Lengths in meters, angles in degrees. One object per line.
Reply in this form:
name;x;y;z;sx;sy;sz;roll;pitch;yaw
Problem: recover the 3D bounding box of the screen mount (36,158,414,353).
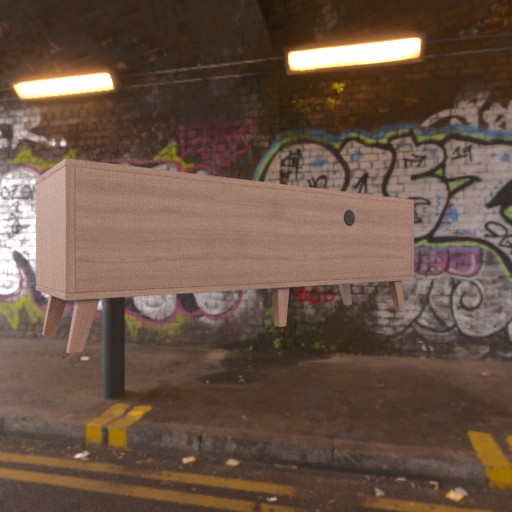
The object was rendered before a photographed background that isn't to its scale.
screen mount;0.000;0.000;1.737;1.500;0.509;0.401;0;0;-36
